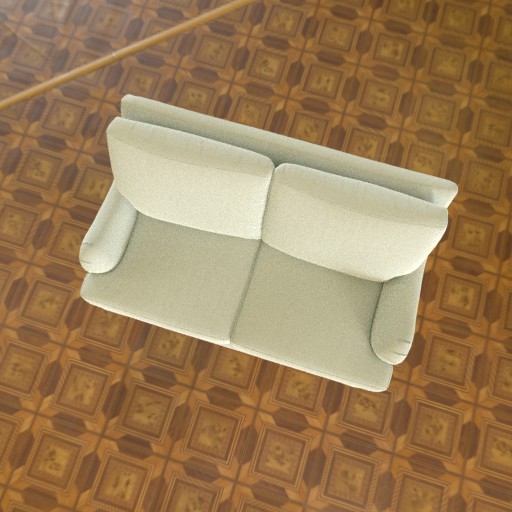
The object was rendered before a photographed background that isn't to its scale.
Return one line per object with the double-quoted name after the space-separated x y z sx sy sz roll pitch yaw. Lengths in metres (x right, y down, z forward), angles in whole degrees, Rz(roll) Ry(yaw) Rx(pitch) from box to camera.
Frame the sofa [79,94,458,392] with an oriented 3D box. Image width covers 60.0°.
0.000 0.000 2.571 1.853 1.101 1.084 16 76 4 "sofa"
